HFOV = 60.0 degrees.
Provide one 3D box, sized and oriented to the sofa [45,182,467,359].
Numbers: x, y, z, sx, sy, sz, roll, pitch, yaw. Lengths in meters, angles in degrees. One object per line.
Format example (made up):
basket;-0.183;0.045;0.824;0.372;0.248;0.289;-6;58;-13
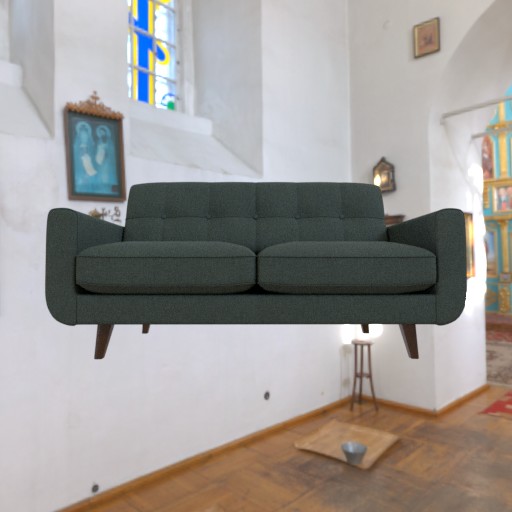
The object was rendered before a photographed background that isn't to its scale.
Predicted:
sofa;0.000;0.000;2.134;1.631;0.841;0.909;0;-2;0
